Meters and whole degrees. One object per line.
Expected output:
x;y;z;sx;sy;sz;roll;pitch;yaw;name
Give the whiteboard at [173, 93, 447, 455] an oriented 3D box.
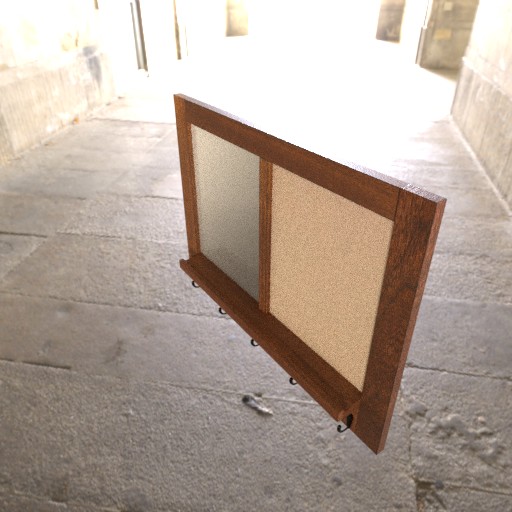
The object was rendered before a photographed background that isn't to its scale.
0.000;0.000;1.002;0.083;0.559;0.783;-21;38;-29;whiteboard
